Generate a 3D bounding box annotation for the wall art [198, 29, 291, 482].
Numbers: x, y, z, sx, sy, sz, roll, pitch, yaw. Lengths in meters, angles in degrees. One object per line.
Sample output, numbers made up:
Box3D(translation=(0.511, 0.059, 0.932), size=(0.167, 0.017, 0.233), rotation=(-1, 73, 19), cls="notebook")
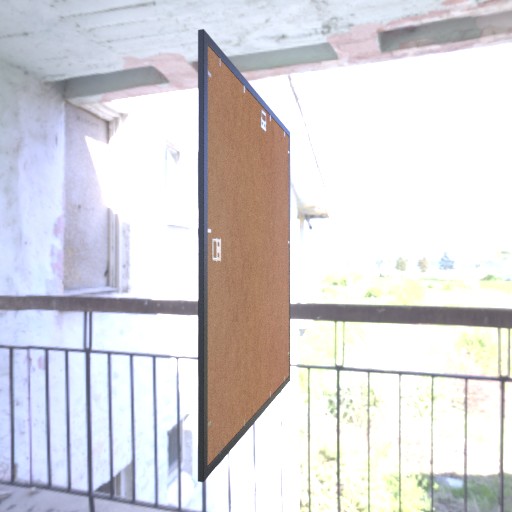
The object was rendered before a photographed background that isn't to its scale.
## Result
Box3D(translation=(0.000, 0.000, 0.913), size=(0.018, 0.660, 0.559), rotation=(0, 0, 18), cls="wall art")
